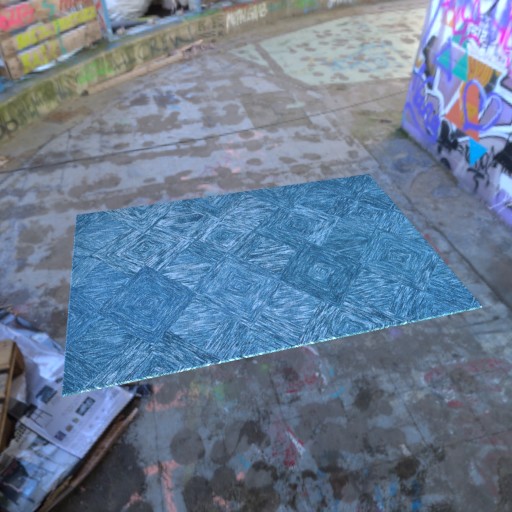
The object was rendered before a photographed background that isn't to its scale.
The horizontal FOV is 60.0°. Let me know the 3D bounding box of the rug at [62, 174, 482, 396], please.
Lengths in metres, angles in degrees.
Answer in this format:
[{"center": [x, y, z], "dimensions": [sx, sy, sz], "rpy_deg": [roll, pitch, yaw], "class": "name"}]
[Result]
[{"center": [0.000, 0.000, 2.847], "dimensions": [2.277, 0.015, 1.490], "rpy_deg": [-10, 42, -11], "class": "rug"}]
